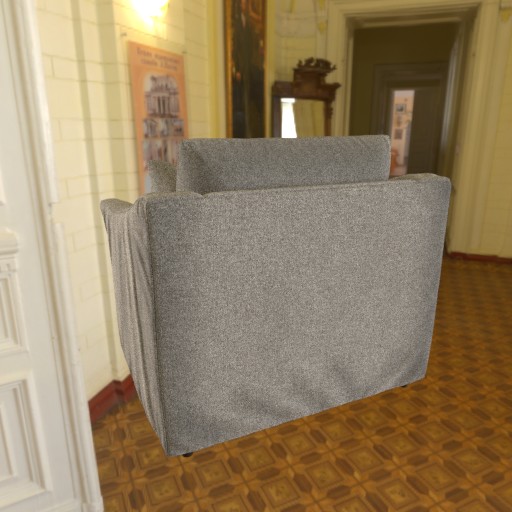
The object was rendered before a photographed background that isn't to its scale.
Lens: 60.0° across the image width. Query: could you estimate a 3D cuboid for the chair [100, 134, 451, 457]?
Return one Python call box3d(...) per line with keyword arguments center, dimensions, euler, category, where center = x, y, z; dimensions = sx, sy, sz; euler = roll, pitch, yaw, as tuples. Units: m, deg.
box3d(center=(0.000, 0.000, 1.996), dimensions=(1.194, 1.059, 1.071), euler=(-8, 18, -24), category="chair")
